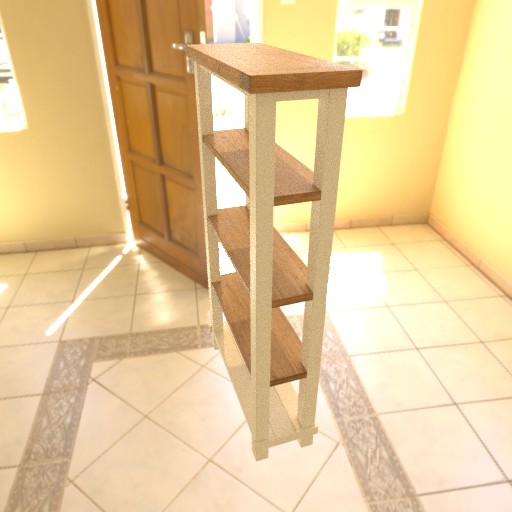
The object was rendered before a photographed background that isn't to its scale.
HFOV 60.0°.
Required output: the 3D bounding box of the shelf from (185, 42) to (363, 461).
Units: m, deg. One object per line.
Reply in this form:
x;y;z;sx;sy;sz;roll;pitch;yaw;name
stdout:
0.000;0.000;2.259;0.381;1.878;1.022;-10;32;-16;shelf
